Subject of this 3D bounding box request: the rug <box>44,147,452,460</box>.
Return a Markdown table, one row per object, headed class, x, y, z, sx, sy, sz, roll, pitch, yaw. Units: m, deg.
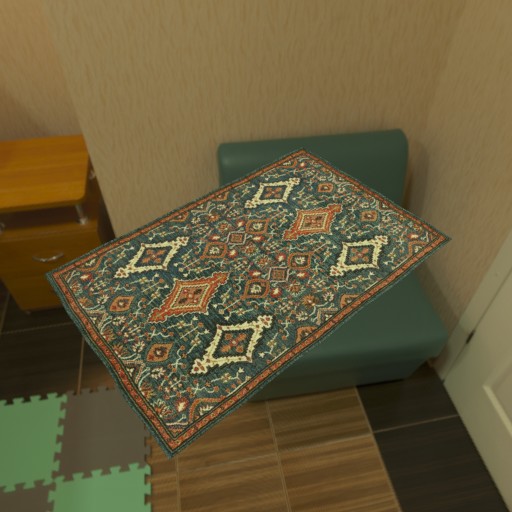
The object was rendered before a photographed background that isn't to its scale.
| class | x | y | z | sx | sy | sz | roll | pitch | yaw |
| --- | --- | --- | --- | --- | --- | --- | --- | --- | --- |
| rug | 0.000 | 0.000 | 4.291 | 3.371 | 0.008 | 2.190 | -31 | 54 | -26 |
